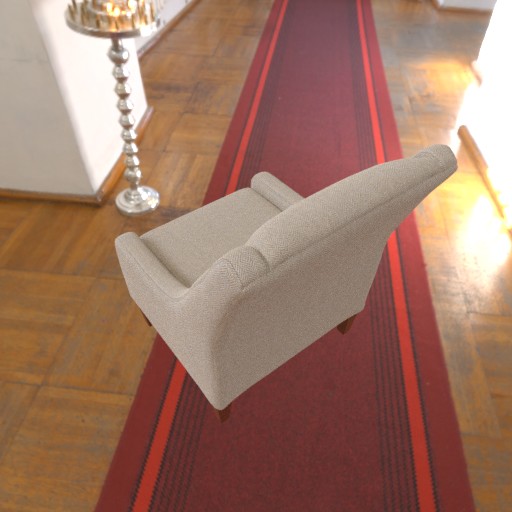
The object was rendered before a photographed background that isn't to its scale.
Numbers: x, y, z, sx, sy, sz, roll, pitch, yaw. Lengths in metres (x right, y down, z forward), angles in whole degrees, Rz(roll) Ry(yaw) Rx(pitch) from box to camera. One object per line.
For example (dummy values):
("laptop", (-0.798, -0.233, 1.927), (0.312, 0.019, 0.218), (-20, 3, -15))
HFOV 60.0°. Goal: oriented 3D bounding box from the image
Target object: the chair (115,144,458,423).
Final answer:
("chair", (0.000, 0.000, 1.623), (0.774, 1.014, 0.870), (-29, 52, -26))
